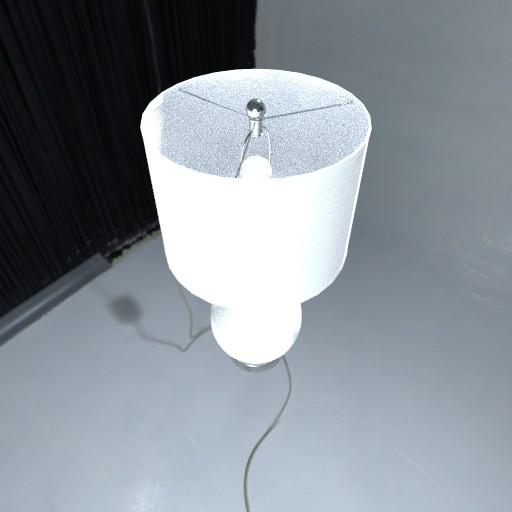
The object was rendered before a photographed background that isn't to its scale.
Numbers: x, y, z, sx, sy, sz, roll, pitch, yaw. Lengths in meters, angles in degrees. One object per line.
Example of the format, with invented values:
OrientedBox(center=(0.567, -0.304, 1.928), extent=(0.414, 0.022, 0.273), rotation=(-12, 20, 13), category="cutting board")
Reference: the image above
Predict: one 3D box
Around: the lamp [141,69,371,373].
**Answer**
OrientedBox(center=(0.000, 0.000, 0.913), extent=(0.357, 0.673, 0.357), rotation=(30, 52, 27), category="lamp")
